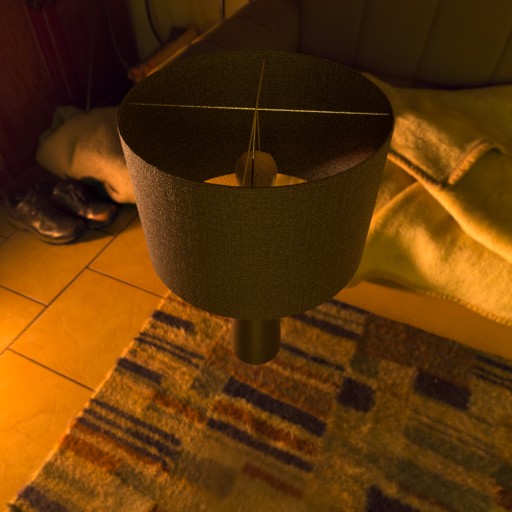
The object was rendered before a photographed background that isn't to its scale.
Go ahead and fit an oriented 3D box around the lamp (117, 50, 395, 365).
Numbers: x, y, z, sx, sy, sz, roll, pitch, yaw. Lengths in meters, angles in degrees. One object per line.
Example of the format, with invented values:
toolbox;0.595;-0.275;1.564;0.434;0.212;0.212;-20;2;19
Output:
lamp;0.000;0.000;0.669;0.303;0.488;0.303;0;46;0
